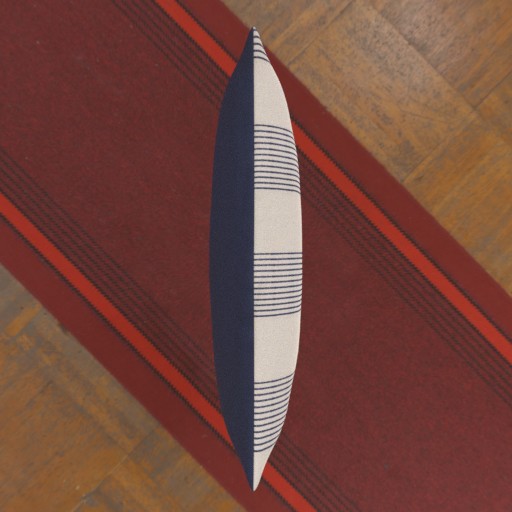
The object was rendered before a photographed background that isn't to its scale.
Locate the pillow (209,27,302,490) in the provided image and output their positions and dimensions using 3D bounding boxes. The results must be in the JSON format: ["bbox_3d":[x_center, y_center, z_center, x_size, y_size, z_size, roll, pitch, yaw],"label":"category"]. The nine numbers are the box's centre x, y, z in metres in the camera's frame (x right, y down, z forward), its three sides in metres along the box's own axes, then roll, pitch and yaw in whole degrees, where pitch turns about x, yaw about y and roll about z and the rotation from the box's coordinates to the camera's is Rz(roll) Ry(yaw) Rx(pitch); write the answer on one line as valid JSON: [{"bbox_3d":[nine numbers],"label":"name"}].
[{"bbox_3d":[0.000,0.000,0.717,0.151,0.287,0.610,0,90,-1],"label":"pillow"}]
